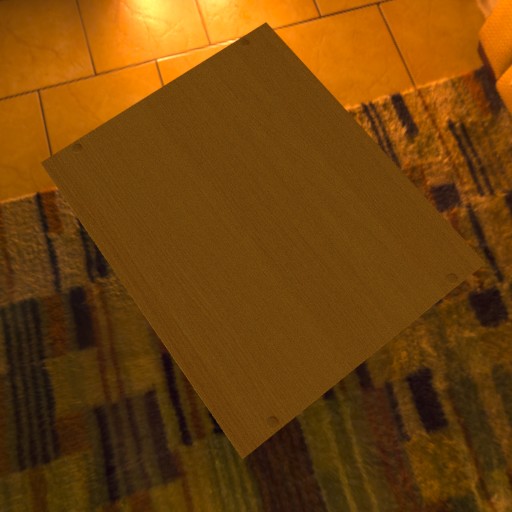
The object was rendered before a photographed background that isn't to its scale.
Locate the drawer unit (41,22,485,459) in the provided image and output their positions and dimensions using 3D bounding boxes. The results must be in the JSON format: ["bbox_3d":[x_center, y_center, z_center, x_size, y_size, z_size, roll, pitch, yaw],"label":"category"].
[{"bbox_3d":[0.000,0.000,0.605,0.290,0.344,0.349,-36,78,-9],"label":"drawer unit"}]
